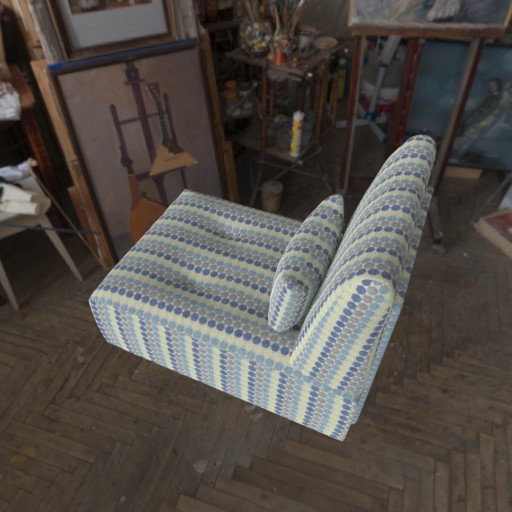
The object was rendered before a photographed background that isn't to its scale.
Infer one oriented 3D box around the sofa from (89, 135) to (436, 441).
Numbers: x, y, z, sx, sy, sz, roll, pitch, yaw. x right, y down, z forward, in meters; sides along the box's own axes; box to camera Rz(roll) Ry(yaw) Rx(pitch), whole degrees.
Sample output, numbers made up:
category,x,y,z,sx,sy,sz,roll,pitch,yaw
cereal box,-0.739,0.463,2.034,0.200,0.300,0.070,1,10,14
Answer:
category,x,y,z,sx,sy,sz,roll,pitch,yaw
sofa,0.000,0.000,1.571,1.000,0.820,0.700,18,49,16
